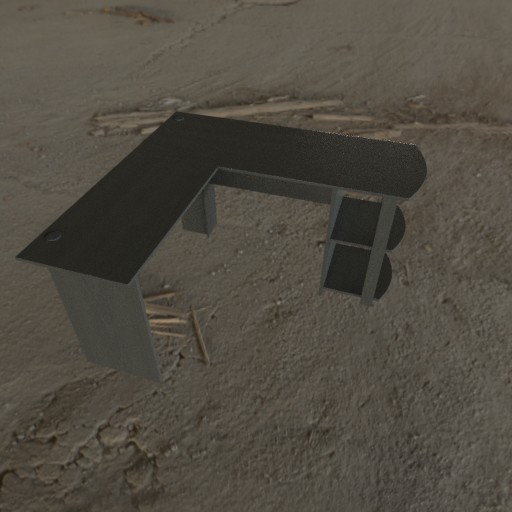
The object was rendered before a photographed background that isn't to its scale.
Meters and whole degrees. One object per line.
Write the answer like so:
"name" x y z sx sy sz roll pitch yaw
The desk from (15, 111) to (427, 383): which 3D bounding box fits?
"desk" 0.000 0.000 2.101 1.361 0.716 1.303 12 43 13
